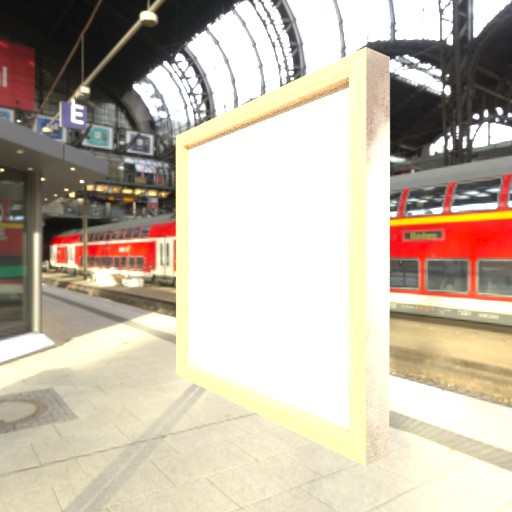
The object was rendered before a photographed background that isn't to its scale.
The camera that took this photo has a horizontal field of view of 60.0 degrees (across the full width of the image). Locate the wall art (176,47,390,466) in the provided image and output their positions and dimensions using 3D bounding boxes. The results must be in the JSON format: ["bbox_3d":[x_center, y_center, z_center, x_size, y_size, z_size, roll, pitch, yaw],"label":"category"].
[{"bbox_3d":[0.000,0.000,0.450,0.028,0.303,0.303,0,0,-37],"label":"wall art"}]
